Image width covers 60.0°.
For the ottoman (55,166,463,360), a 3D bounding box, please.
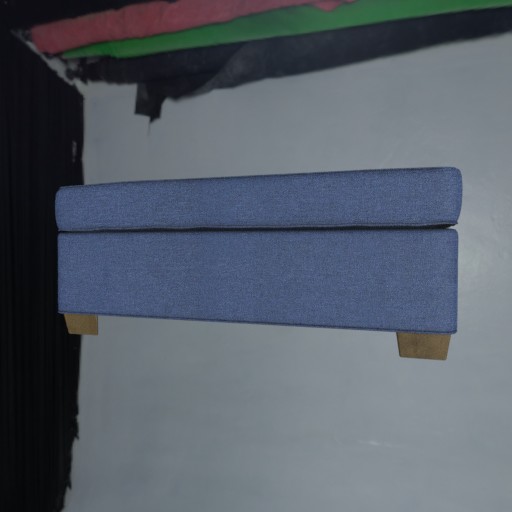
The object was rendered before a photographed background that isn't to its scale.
[{"bbox_3d":[0.000,0.000,1.365,1.110,0.460,0.515,0,1,17],"label":"ottoman"}]
